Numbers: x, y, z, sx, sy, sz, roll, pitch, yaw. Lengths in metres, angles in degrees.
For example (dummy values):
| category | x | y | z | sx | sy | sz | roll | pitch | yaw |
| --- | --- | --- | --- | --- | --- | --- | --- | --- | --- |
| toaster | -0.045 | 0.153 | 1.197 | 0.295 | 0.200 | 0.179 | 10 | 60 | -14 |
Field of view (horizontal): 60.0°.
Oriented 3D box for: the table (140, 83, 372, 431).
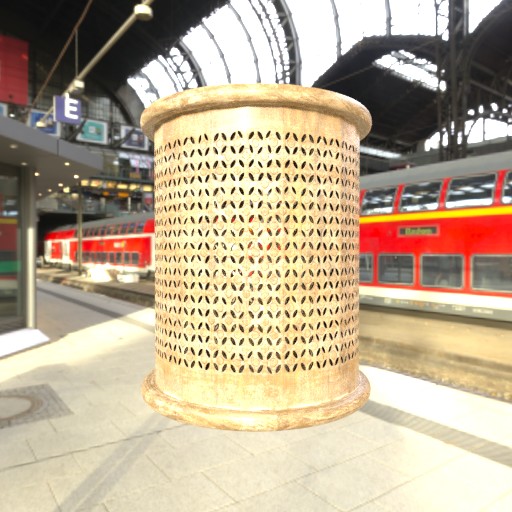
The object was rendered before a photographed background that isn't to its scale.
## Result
| category | x | y | z | sx | sy | sz | roll | pitch | yaw |
| --- | --- | --- | --- | --- | --- | --- | --- | --- | --- |
| table | 0.000 | 0.000 | 0.809 | 0.407 | 0.482 | 0.407 | 0 | 1 | 0 |
